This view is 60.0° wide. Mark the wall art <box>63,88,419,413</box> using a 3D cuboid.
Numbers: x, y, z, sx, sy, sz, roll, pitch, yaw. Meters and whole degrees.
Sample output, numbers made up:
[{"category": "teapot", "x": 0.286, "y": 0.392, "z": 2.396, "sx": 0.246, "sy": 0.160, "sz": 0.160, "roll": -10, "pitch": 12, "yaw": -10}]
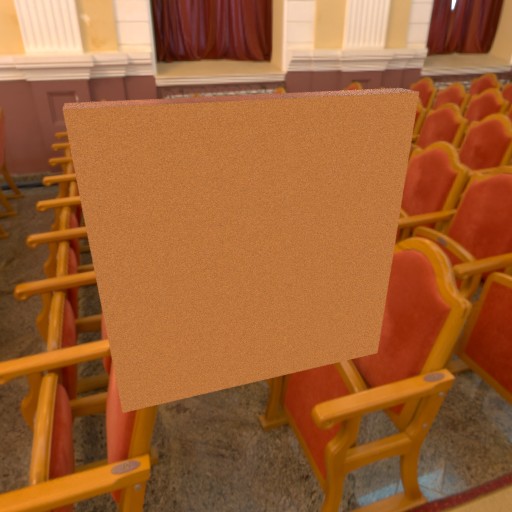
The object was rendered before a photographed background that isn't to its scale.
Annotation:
[{"category": "wall art", "x": 0.000, "y": 0.000, "z": 0.565, "sx": 0.386, "sy": 0.385, "sz": 0.038, "roll": -9, "pitch": 29, "yaw": -16}]
